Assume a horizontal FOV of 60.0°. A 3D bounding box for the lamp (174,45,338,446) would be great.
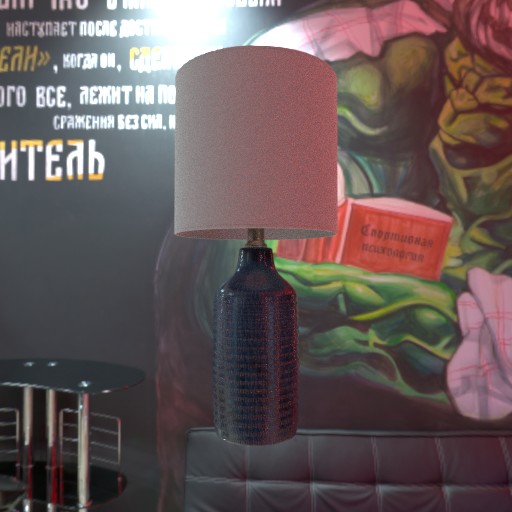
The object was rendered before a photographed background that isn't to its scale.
[{"bbox_3d":[0.000,0.000,0.608,0.220,0.475,0.220,-1,-2,35],"label":"lamp"}]
